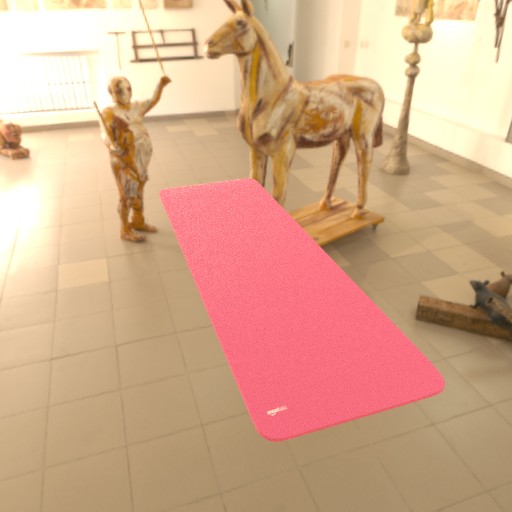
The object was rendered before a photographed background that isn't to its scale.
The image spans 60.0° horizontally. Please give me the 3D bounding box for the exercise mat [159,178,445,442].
[{"bbox_3d":[0.000,0.000,2.030,0.616,0.021,1.884,-10,32,-17],"label":"exercise mat"}]
